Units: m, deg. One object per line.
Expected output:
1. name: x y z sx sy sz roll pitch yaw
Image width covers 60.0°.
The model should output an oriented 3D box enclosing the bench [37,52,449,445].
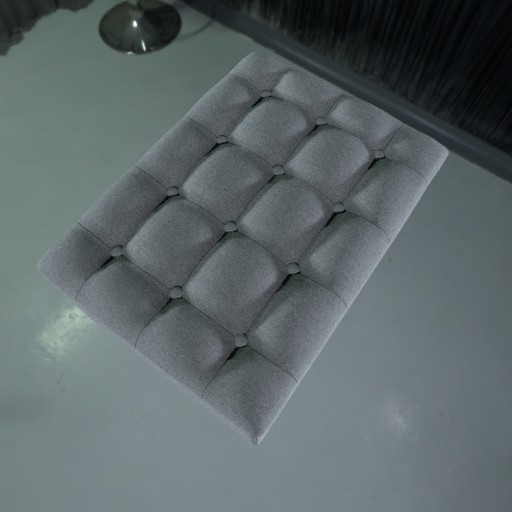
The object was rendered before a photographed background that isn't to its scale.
1. bench: 0.000 0.000 0.886 0.417 0.469 0.572 33 69 14
